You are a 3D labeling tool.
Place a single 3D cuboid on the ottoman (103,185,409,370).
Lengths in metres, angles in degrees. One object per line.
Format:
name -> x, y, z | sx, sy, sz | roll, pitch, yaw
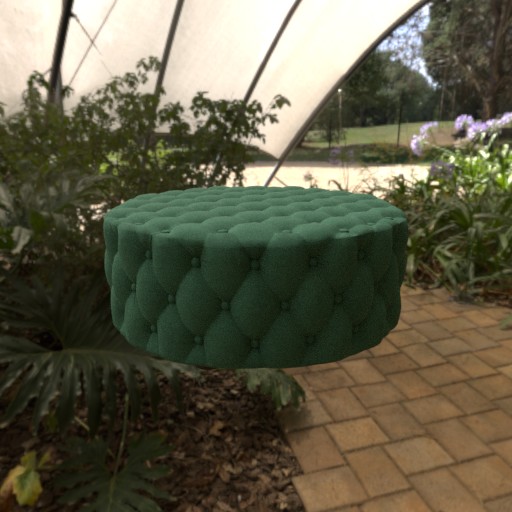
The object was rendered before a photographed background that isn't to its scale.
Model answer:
ottoman -> 0.000, 0.000, 1.539 | 0.998, 0.399, 0.998 | 0, 16, 0
